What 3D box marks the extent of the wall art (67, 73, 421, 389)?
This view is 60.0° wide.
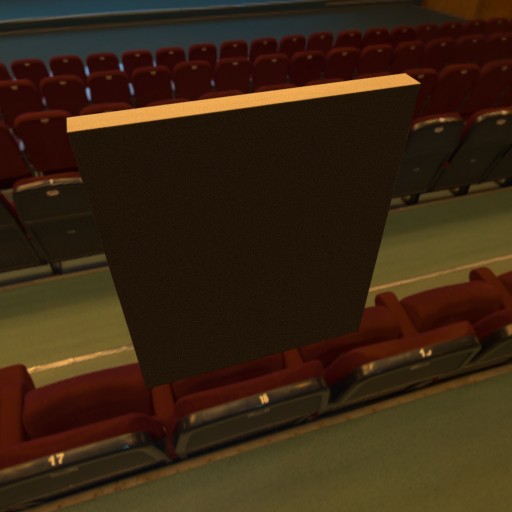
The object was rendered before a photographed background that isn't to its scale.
[{"bbox_3d":[0.000,0.000,0.706,0.435,0.511,0.037,-12,44,-13],"label":"wall art"}]
